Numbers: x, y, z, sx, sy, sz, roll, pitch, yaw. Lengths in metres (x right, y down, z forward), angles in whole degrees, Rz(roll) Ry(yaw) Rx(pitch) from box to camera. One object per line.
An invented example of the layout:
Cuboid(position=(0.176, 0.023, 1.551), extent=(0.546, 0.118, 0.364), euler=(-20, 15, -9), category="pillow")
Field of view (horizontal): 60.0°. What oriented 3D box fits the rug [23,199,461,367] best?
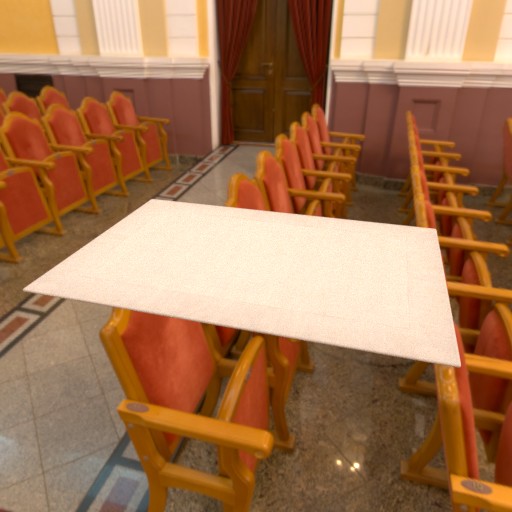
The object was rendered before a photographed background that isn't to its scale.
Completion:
Cuboid(position=(0.000, 0.000, 2.278), extent=(1.829, 0.013, 1.219), euler=(8, 28, 14), category="rug")
